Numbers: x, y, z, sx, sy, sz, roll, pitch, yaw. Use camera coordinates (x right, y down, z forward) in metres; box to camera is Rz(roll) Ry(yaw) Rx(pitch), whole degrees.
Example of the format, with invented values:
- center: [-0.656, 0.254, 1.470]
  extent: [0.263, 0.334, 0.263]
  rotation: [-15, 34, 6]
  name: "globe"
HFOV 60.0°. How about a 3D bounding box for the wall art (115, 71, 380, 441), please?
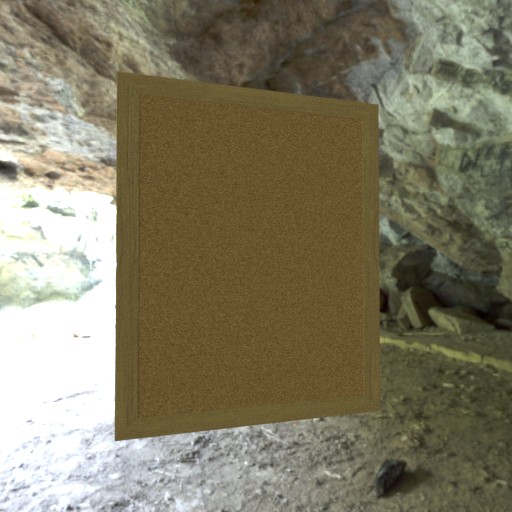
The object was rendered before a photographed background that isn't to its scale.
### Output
- center: [0.000, 0.000, 0.517]
  extent: [0.312, 0.380, 0.030]
  rotation: [0, -1, -18]
  name: "wall art"
